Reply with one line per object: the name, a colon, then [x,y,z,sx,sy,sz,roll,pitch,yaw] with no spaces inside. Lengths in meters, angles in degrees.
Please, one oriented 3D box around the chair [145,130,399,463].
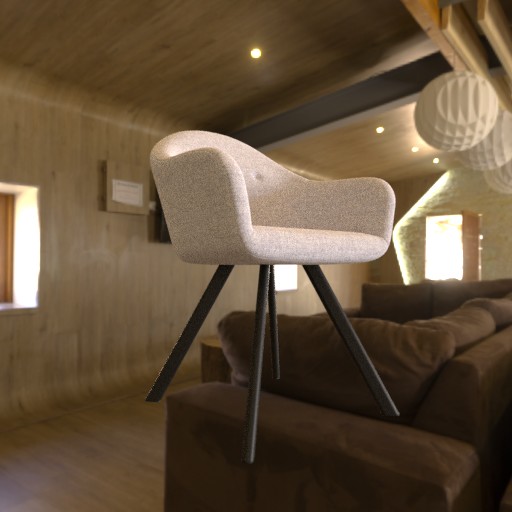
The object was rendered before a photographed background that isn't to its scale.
chair: [0.000,0.000,1.185,0.540,0.780,0.570,1,-2,-36]
